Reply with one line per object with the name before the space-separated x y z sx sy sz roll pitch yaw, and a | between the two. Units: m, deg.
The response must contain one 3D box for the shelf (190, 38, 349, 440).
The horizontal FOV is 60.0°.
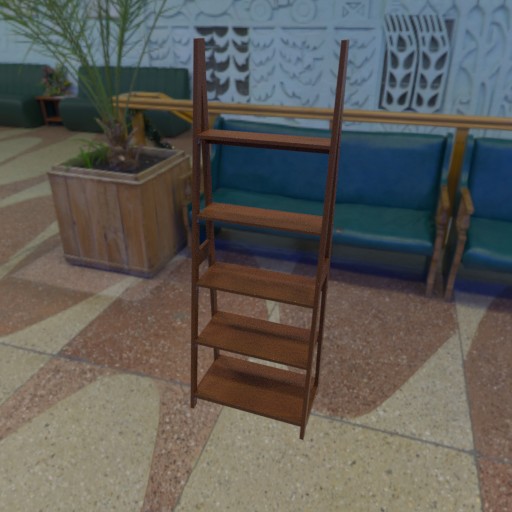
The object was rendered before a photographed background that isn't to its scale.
shelf | 0.000 0.000 2.031 0.630 1.780 0.356 9 29 17
